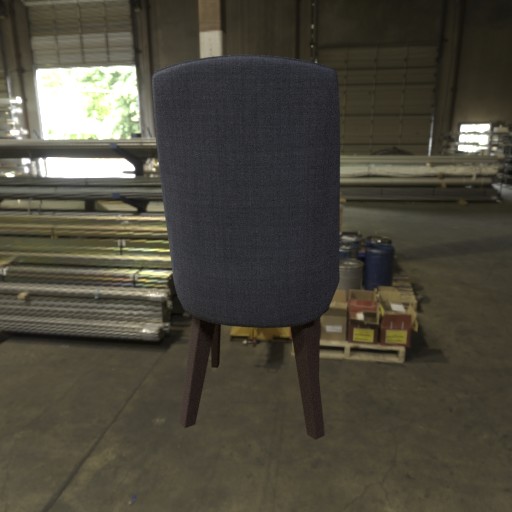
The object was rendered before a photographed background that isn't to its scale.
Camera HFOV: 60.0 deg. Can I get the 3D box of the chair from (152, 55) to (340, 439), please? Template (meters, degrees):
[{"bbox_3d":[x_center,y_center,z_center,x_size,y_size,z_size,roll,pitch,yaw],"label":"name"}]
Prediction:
[{"bbox_3d":[0.000,0.000,1.365,0.510,1.050,0.577,2,15,8],"label":"chair"}]
